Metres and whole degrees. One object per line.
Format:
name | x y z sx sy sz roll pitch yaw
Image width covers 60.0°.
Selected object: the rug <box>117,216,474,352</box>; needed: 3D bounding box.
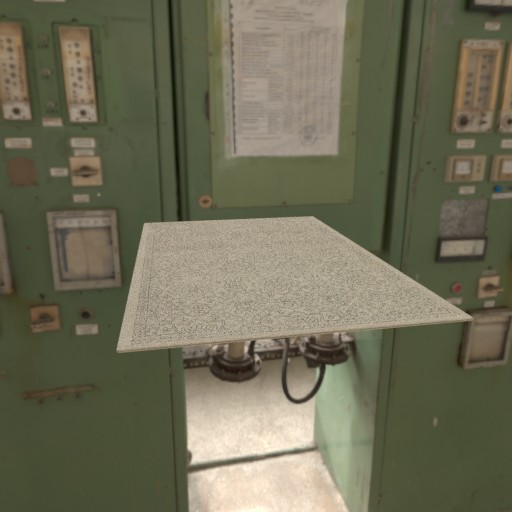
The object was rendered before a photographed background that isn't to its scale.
rug | 0.000 0.000 2.313 1.219 0.010 1.829 -3 17 -11
